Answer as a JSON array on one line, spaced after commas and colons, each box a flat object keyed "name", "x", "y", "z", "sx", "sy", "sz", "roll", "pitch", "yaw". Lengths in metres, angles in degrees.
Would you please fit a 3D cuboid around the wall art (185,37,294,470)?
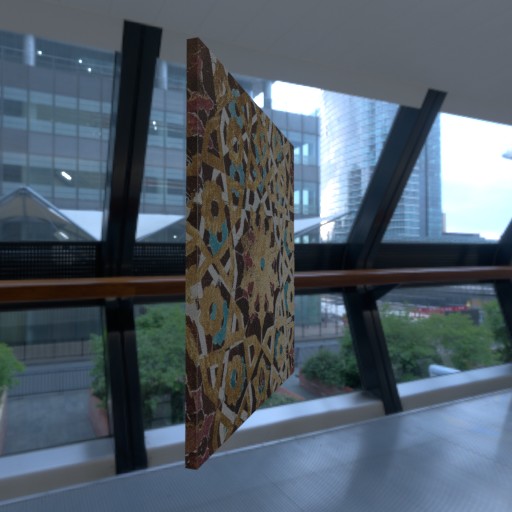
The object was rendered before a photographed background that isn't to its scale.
[{"name": "wall art", "x": 0.000, "y": 0.000, "z": 1.143, "sx": 0.028, "sy": 0.762, "sz": 0.757, "roll": 0, "pitch": -1, "yaw": 18}]
